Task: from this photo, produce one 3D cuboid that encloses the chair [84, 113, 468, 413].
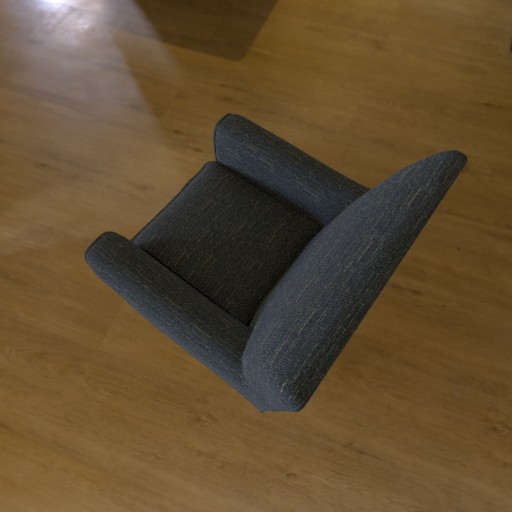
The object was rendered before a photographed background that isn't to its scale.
[{"bbox_3d":[0.000,0.000,1.618,0.873,0.928,0.864,34,68,16],"label":"chair"}]
